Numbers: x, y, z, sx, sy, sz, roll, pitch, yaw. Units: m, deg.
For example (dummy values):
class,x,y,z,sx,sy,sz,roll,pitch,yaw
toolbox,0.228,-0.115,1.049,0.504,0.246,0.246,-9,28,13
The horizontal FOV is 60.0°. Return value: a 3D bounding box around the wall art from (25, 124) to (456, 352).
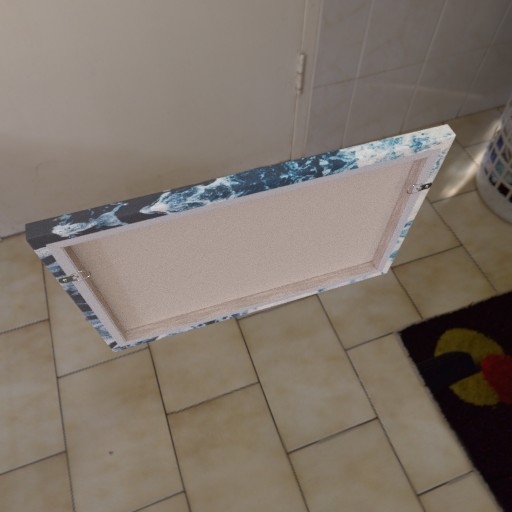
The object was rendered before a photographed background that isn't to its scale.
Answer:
class,x,y,z,sx,sy,sz,roll,pitch,yaw
wall art,0.000,0.000,1.166,0.915,0.610,0.042,-15,59,-9
